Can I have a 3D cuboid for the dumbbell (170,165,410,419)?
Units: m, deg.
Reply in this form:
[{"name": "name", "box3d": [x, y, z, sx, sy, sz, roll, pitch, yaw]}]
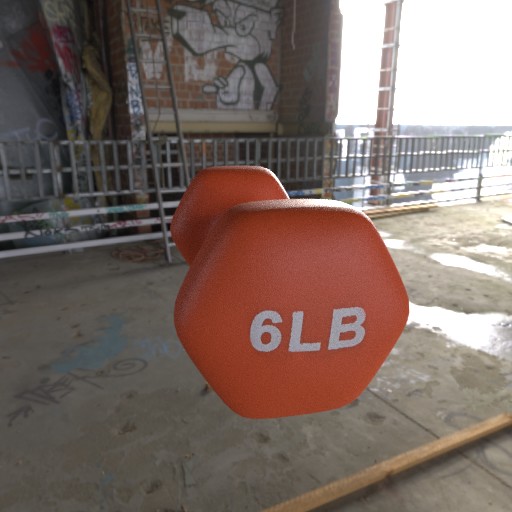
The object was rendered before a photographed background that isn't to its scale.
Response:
[{"name": "dumbbell", "box3d": [0.000, 0.000, 0.206, 0.079, 0.071, 0.162, -3, 17, -10]}]
